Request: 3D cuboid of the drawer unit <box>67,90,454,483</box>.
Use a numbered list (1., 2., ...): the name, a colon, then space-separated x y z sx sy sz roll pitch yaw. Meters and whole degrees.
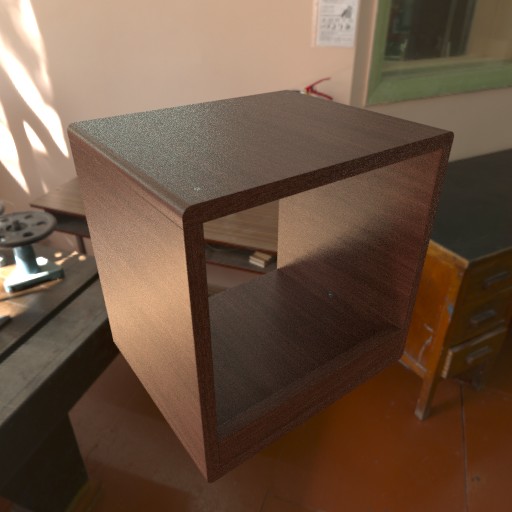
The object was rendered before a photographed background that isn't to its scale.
1. drawer unit: 0.000 0.000 0.606 0.349 0.351 0.290 -21 37 -30
